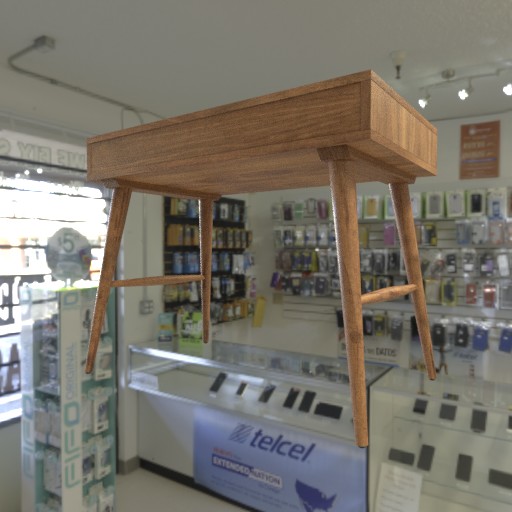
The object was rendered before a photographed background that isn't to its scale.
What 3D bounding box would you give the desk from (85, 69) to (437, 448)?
[{"bbox_3d":[0.000,0.000,1.385,0.949,0.758,0.588,1,1,35],"label":"desk"}]
